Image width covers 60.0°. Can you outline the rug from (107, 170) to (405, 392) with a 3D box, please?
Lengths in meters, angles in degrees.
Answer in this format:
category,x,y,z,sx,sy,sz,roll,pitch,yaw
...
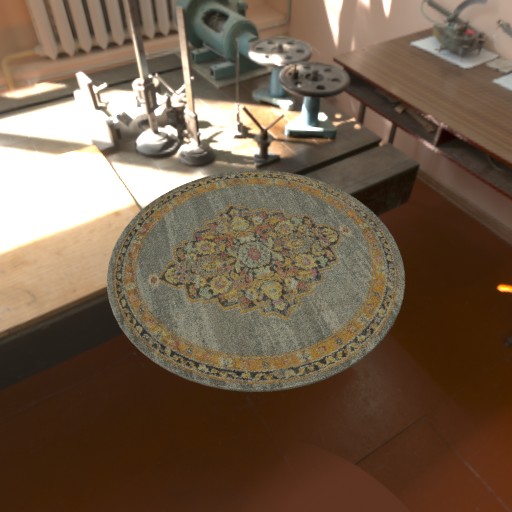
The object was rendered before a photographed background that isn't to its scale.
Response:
category,x,y,z,sx,sy,sz,roll,pitch,yaw
rug,0.000,0.000,2.438,1.598,0.010,1.598,0,46,0
